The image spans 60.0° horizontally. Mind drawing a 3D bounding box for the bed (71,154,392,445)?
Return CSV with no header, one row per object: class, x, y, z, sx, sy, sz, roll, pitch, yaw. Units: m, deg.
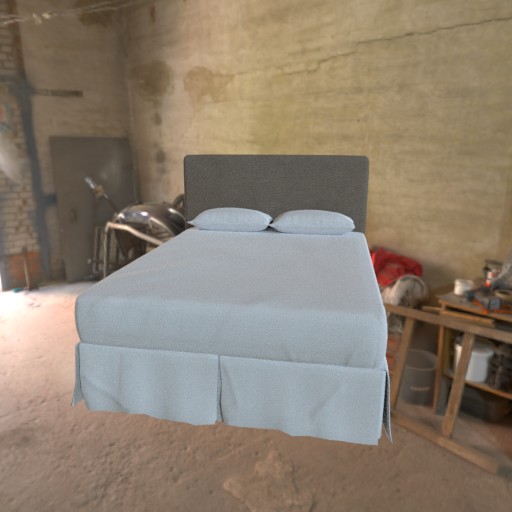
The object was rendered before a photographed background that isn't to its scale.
bed,0.000,0.000,3.116,1.723,1.330,2.142,3,15,10
